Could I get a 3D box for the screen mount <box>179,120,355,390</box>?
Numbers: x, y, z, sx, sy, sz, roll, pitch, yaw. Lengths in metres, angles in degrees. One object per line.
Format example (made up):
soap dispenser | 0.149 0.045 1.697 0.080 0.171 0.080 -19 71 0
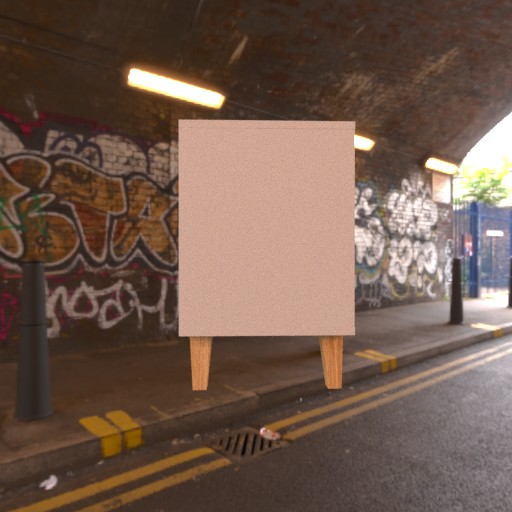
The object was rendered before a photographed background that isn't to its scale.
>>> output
screen mount | 0.000 0.000 1.747 0.400 0.619 1.490 0 0 -2
